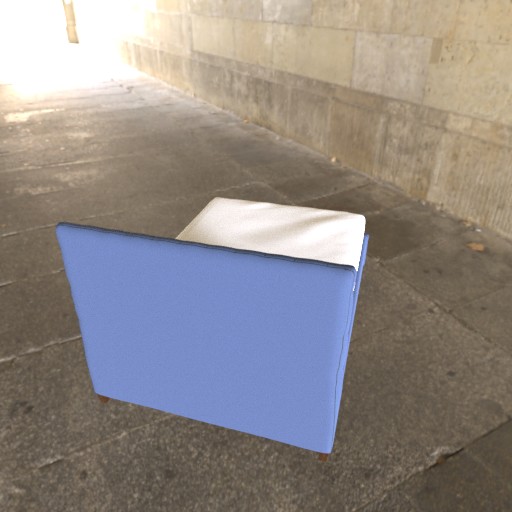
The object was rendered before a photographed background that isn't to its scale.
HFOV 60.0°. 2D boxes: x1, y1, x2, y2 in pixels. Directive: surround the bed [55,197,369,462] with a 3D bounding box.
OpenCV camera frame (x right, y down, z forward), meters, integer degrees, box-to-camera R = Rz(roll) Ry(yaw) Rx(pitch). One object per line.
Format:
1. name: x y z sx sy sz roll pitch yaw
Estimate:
1. bed: 0.000 0.000 3.607 1.706 1.427 2.387 9 32 15
